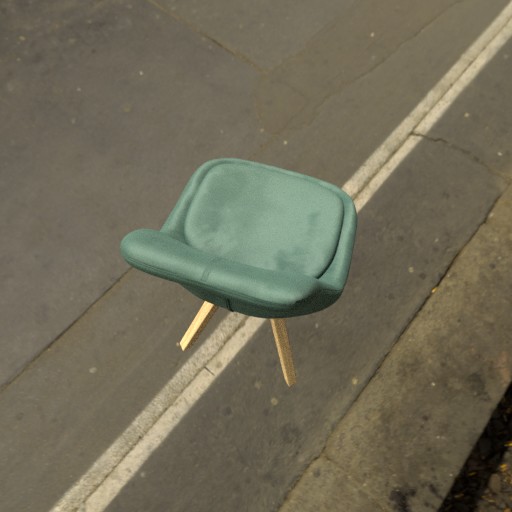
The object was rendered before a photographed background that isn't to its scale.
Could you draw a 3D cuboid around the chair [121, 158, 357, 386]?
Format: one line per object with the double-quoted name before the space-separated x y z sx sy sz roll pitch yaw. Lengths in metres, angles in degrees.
"chair" 0.000 0.000 1.187 0.483 0.865 0.547 17 65 8
